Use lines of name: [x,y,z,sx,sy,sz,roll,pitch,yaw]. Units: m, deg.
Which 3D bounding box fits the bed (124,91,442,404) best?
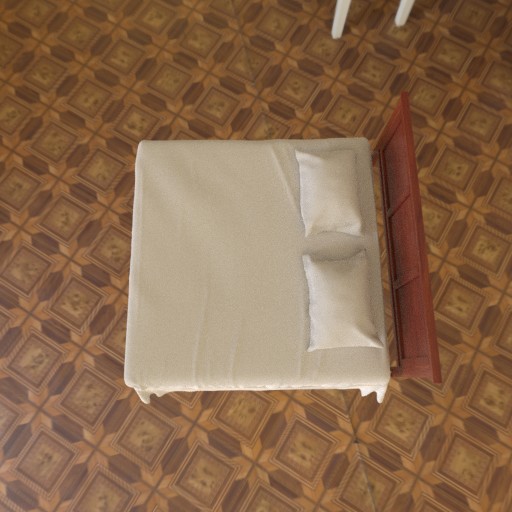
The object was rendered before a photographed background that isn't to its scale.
bed: [0.000,0.000,3.502,2.219,1.271,2.314,-1,75,0]
